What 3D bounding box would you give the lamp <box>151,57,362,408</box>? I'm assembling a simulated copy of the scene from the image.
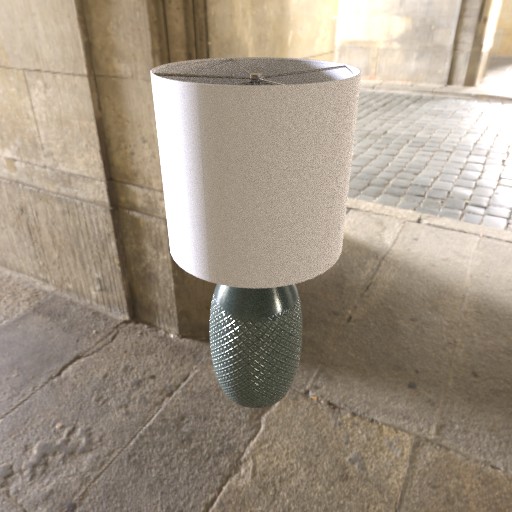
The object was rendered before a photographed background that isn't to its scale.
[{"bbox_3d":[0.000,0.000,0.577,0.217,0.453,0.217,-9,31,-15],"label":"lamp"}]
